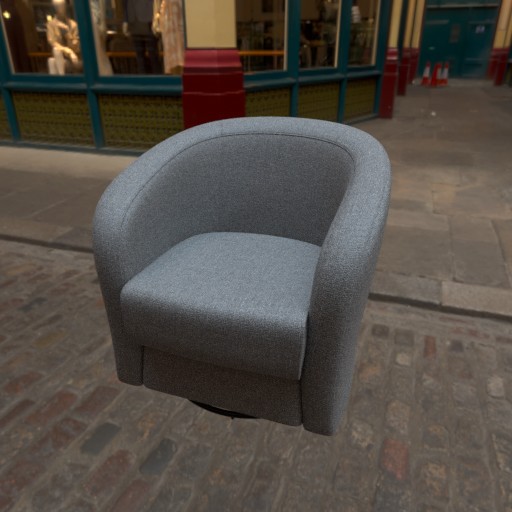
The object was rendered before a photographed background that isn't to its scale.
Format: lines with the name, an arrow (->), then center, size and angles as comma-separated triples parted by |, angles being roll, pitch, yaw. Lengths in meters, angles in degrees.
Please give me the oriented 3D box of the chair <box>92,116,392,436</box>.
chair -> 0.000, 0.000, 1.447 | 0.791, 0.771, 0.815 | 9, 27, 17
